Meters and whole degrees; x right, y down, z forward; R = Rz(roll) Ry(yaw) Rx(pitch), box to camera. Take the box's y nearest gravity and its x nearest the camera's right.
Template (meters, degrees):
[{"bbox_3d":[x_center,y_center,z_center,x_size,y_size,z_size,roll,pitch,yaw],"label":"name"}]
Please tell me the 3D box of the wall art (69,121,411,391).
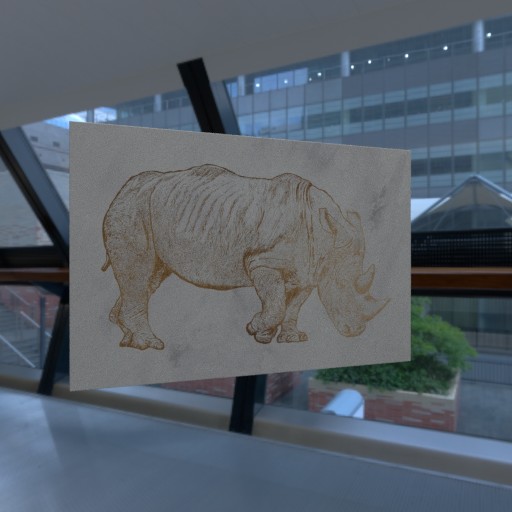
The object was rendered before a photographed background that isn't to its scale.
[{"bbox_3d":[0.000,0.000,0.493,0.381,0.254,0.038,0,0,-18],"label":"wall art"}]
